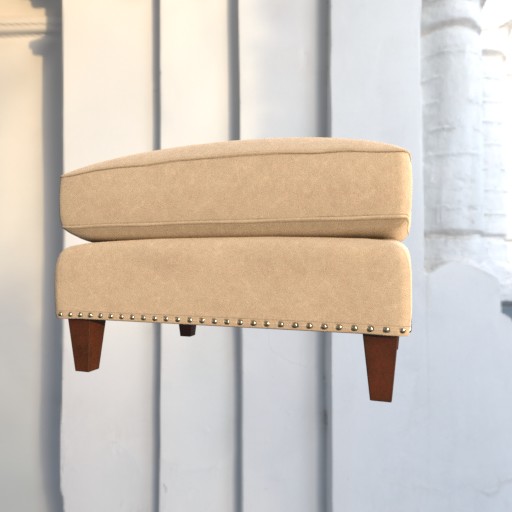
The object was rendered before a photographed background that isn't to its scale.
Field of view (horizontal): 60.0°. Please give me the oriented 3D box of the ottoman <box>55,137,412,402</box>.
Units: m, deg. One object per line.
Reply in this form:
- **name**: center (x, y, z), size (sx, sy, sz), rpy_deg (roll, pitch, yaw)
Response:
- **ottoman**: center (0.000, 0.000, 1.117), size (0.741, 0.513, 0.584), rpy_deg (0, -1, 19)
